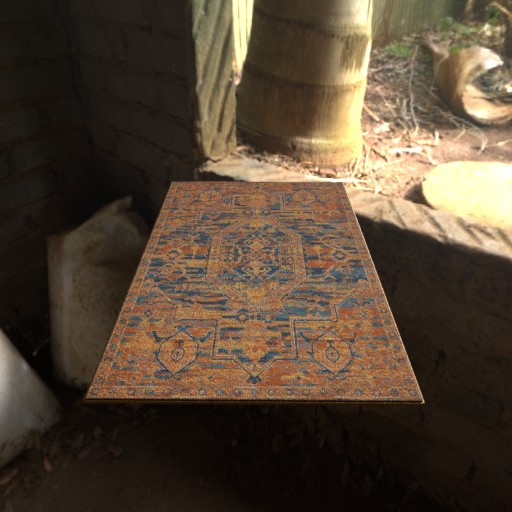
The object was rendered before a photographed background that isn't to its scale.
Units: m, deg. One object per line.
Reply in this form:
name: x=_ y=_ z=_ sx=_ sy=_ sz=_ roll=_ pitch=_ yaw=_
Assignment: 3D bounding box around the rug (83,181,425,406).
rug: x=0.000 y=0.000 z=1.078 sx=0.557 sy=0.008 sz=0.863 roll=0 pitch=34 yaw=0
